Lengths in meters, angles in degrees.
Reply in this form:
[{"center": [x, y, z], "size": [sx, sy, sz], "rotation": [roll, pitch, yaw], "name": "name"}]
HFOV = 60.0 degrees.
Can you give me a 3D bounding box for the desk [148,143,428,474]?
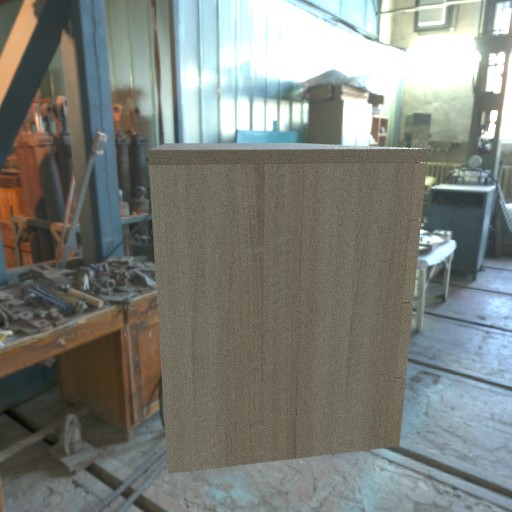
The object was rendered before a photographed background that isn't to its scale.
[{"center": [0.000, 0.000, 1.506], "size": [0.600, 0.731, 1.100], "rotation": [-2, 15, -9], "name": "desk"}]
